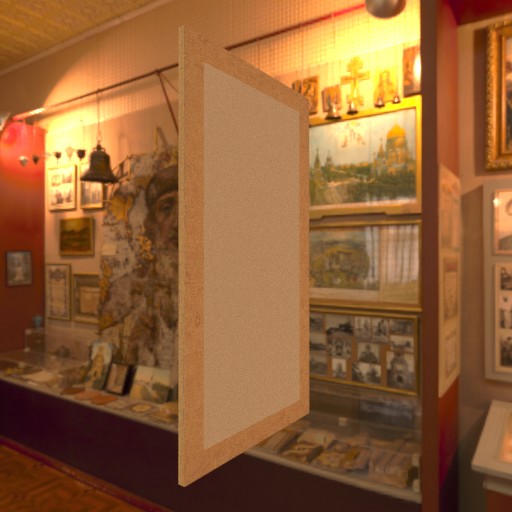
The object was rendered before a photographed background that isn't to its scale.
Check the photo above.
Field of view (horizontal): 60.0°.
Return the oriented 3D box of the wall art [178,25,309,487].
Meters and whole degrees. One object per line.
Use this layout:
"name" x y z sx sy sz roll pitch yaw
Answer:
"wall art" 0.000 0.000 0.814 0.013 0.683 0.381 0 0 36
